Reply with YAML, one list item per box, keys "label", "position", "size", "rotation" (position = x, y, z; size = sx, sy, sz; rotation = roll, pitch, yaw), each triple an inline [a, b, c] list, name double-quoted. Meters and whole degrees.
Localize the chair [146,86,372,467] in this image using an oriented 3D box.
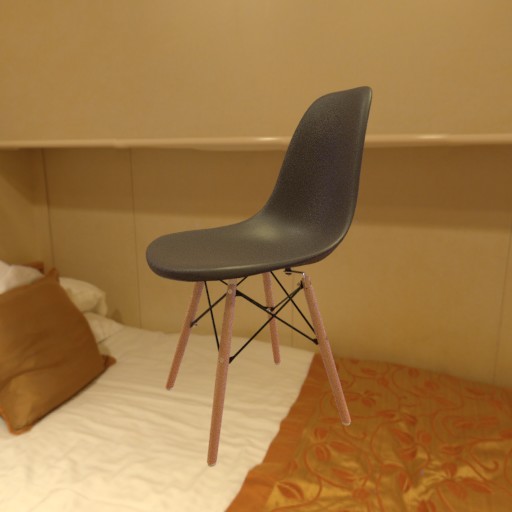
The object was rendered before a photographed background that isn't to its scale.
- label: "chair"
  position: [0.000, 0.000, 1.120]
  size: [0.533, 0.825, 0.470]
  rotation: [-6, 14, -25]
